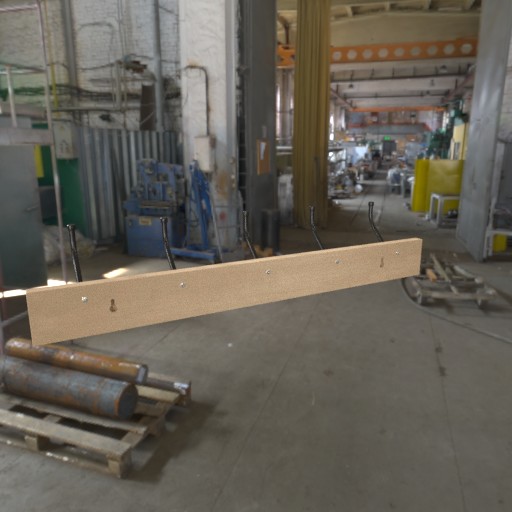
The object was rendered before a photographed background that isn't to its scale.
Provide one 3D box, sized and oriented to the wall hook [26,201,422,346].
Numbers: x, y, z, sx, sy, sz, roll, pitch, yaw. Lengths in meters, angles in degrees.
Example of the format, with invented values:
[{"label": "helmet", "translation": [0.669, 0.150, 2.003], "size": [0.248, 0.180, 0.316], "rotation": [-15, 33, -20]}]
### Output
[{"label": "wall hook", "translation": [0.000, 0.000, 0.615], "size": [0.571, 0.117, 0.071], "rotation": [-7, 16, -27]}]
